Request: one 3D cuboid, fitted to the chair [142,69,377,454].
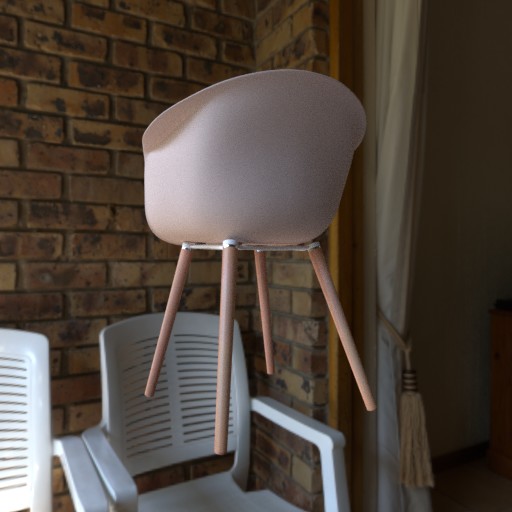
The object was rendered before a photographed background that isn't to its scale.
[{"bbox_3d":[0.000,0.000,1.159,0.593,0.781,0.504,0,0,-34],"label":"chair"}]
